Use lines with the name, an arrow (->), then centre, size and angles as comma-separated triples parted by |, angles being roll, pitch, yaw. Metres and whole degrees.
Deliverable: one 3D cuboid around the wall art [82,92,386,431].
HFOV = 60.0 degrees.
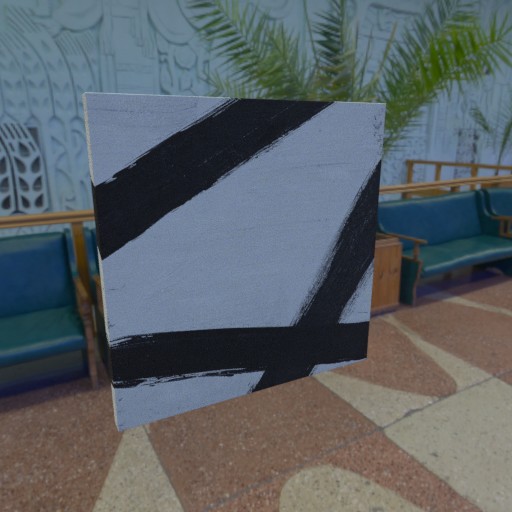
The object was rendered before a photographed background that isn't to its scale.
wall art -> 0.000, 0.000, 1.146 | 0.765, 0.765, 0.046 | -8, 18, -26
